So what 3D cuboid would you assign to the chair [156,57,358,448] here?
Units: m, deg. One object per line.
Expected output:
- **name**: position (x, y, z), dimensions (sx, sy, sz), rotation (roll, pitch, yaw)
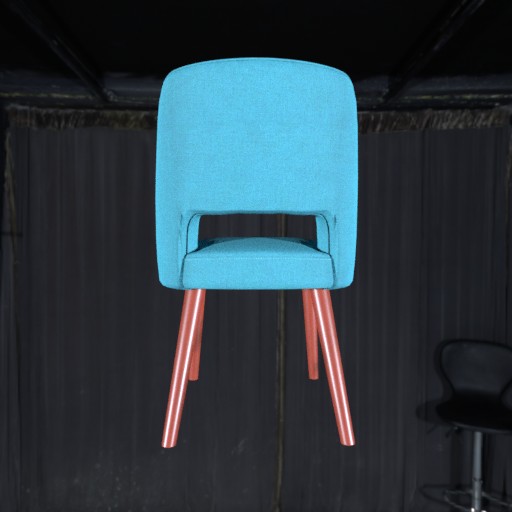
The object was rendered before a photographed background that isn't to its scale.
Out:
- **chair**: position (0.000, 0.000, 1.237), dimensions (0.548, 0.849, 0.605), rotation (0, 0, -2)
